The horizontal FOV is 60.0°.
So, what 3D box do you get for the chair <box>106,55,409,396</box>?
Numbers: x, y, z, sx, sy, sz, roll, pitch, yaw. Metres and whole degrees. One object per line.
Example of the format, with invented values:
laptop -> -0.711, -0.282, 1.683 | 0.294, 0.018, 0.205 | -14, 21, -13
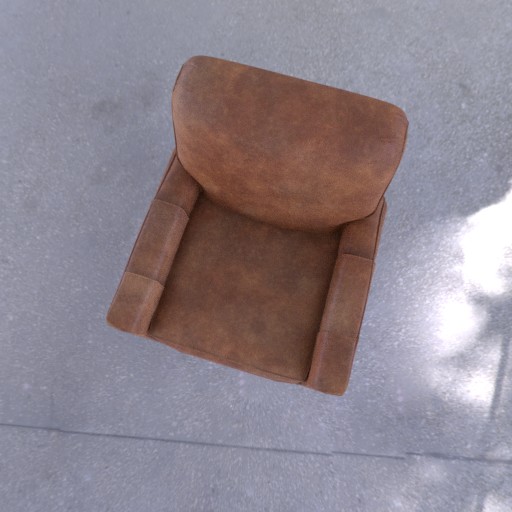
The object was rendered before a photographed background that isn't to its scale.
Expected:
chair -> 0.000, 0.000, 1.650 | 0.843, 1.043, 0.836 | 16, 77, 4
